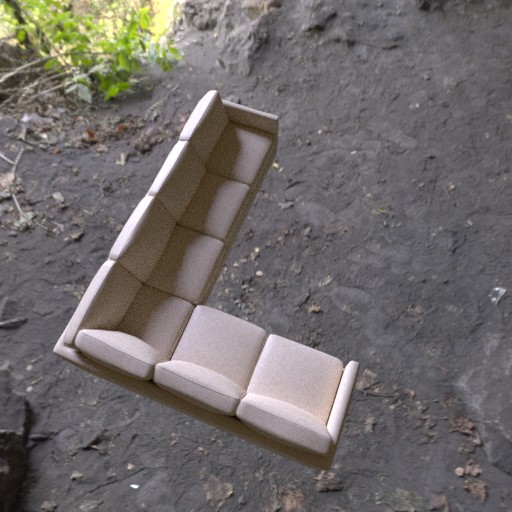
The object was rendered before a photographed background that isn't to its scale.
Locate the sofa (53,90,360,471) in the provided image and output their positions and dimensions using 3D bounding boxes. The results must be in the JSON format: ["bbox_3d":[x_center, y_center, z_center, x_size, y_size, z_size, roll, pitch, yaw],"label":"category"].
[{"bbox_3d":[0.000,0.000,4.540,2.593,0.947,3.302,20,66,9],"label":"sofa"}]
